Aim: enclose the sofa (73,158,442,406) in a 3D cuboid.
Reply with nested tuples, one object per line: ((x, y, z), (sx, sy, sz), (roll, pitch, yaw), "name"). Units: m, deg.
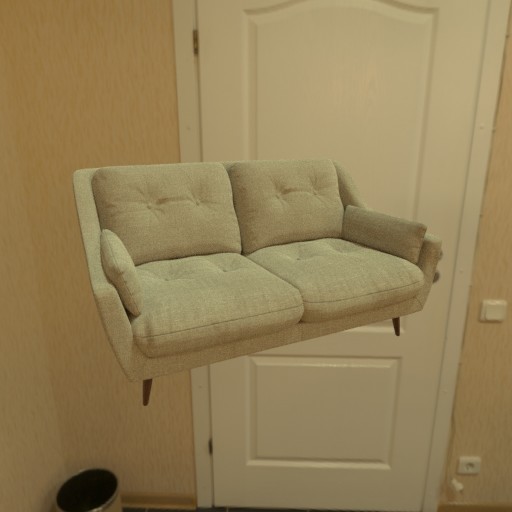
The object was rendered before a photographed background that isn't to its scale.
((0.000, 0.000, 2.235), (1.652, 0.888, 0.965), (-8, 18, -26), "sofa")
